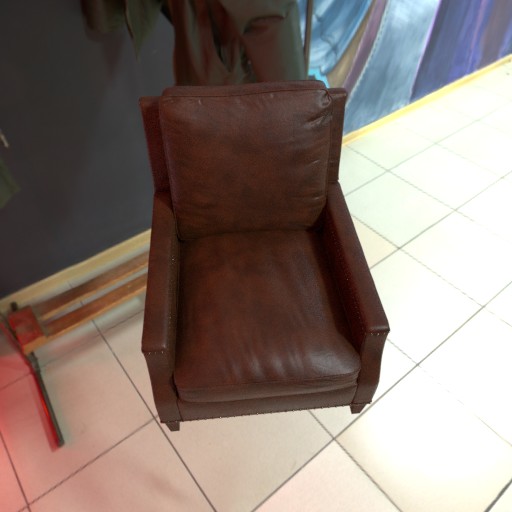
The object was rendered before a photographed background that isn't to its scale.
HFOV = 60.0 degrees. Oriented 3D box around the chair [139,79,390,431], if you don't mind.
[{"bbox_3d":[0.000,0.000,1.799,0.854,1.054,1.035,-4,47,-4],"label":"chair"}]
